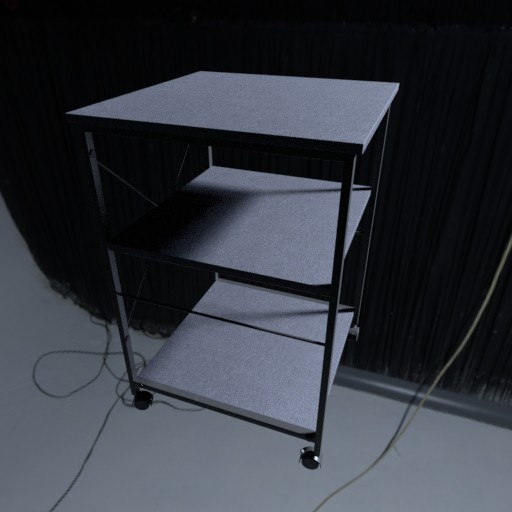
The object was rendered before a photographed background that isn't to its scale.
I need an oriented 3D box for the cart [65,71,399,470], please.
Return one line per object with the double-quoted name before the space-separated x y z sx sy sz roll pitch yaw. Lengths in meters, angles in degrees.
"cart" 0.000 0.000 1.102 0.520 0.762 0.521 11 32 18
